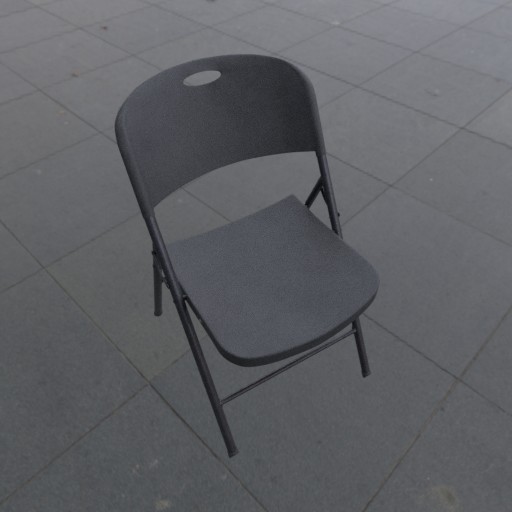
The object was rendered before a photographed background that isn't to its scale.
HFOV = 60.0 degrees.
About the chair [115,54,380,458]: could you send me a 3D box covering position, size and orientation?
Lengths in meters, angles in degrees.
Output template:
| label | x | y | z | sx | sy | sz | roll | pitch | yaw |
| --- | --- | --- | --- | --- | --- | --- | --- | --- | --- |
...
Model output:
| label | x | y | z | sx | sy | sz | roll | pitch | yaw |
| --- | --- | --- | --- | --- | --- | --- | --- | --- | --- |
| chair | 0.000 | 0.000 | 1.143 | 0.494 | 0.810 | 0.567 | -23 | 51 | -20 |
